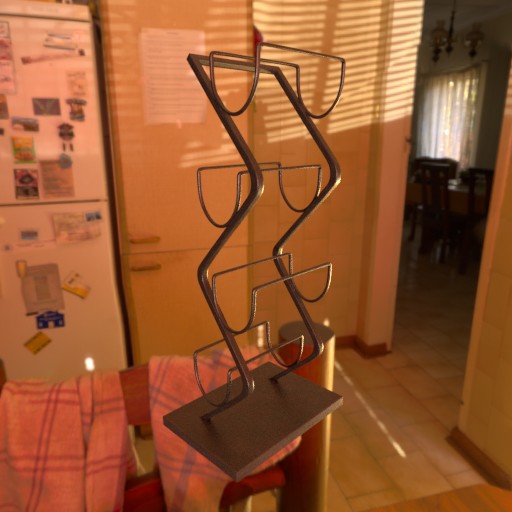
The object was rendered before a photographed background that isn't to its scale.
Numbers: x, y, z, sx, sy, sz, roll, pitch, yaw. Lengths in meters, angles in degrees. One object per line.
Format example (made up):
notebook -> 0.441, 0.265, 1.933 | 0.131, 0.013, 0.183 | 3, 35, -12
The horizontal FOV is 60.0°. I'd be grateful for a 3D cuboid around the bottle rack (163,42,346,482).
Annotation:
bottle rack -> 0.000, 0.000, 0.677 | 0.178, 0.559, 0.254 | 15, 22, 43
